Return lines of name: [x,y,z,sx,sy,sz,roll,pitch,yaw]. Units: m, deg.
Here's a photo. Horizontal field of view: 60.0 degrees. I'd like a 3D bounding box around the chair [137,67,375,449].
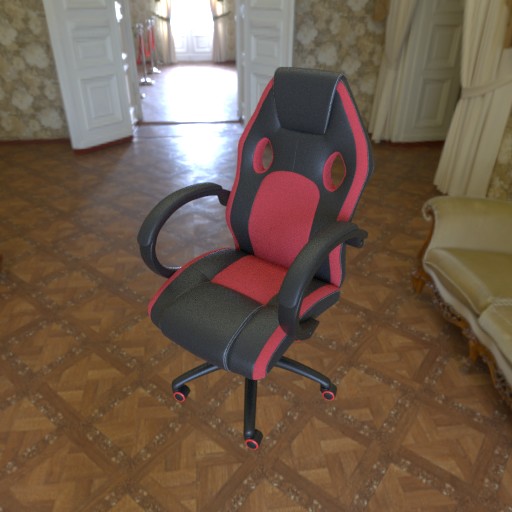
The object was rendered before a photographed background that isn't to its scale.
chair: [0.000,0.000,1.596,0.673,1.187,0.724,20,36,31]
